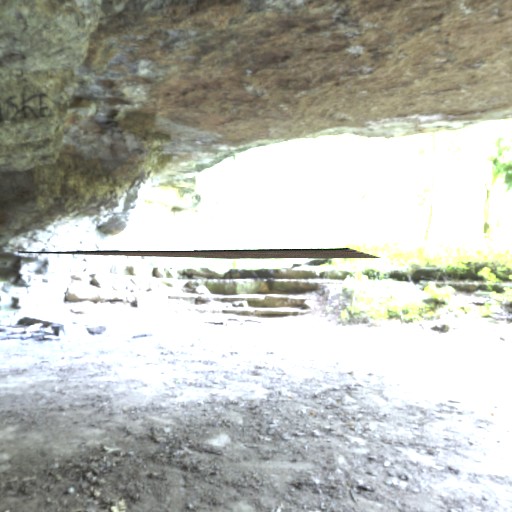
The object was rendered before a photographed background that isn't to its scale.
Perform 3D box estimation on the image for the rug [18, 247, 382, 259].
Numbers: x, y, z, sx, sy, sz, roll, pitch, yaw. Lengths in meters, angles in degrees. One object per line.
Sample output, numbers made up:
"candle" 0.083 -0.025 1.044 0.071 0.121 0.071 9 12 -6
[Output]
"rug" 0.000 0.000 2.983 1.520 0.011 2.447 0 -1 19
